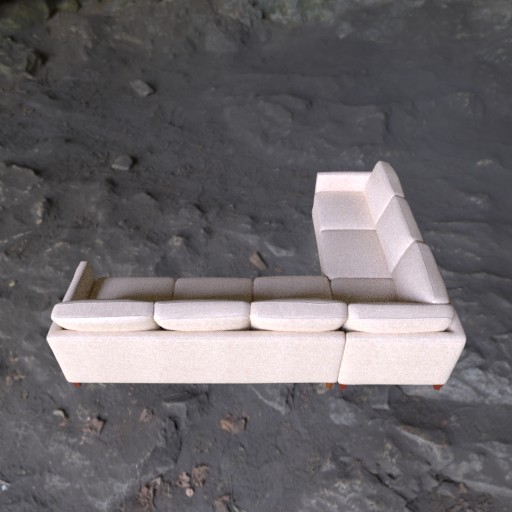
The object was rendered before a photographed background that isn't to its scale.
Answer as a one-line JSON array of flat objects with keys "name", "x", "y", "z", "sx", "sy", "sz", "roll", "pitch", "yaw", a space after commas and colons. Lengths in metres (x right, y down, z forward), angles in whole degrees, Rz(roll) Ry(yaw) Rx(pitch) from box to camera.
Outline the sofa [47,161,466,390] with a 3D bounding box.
[{"name": "sofa", "x": 0.000, "y": 0.000, "z": 4.523, "sx": 3.302, "sy": 0.947, "sz": 2.593, "roll": 0, "pitch": 41, "yaw": 0}]
